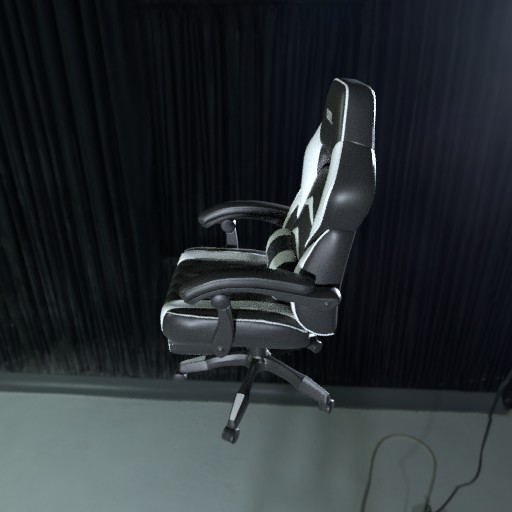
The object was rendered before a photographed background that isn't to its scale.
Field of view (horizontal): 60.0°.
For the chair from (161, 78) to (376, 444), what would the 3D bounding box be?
[{"bbox_3d":[0.000,0.000,1.620,0.700,1.200,0.676,0,27,-1],"label":"chair"}]
